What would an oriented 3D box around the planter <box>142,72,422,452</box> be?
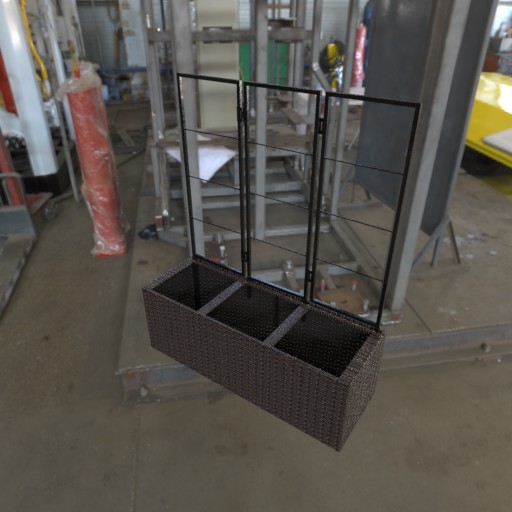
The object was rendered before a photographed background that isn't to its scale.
[{"bbox_3d":[0.000,0.000,1.194,0.699,0.841,0.244,20,36,29],"label":"planter"}]
